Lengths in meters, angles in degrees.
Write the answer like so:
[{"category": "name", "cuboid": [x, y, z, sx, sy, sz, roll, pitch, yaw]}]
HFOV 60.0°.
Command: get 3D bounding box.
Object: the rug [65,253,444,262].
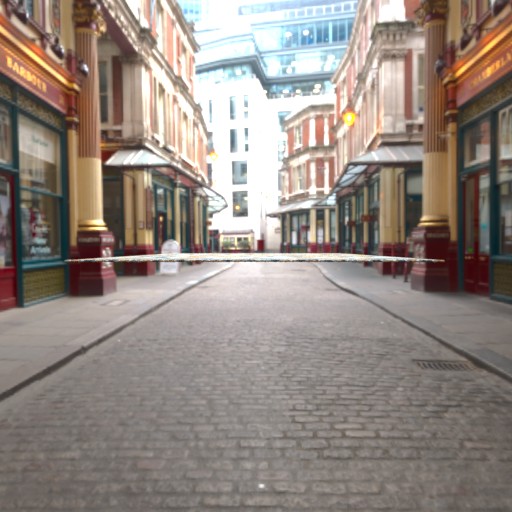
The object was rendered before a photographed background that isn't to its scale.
[{"category": "rug", "cuboid": [0.000, 0.000, 2.332, 1.230, 0.008, 1.827, 0, 1, 0]}]
